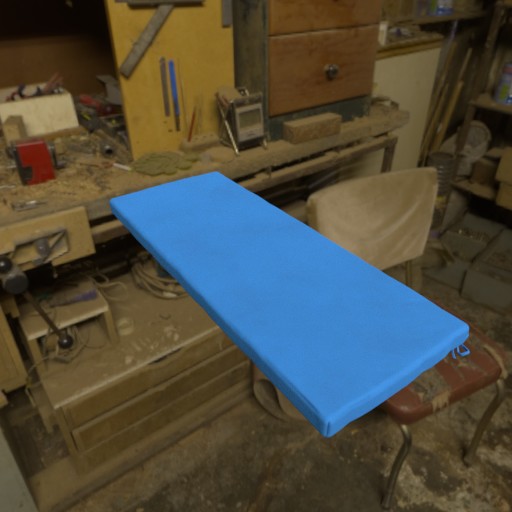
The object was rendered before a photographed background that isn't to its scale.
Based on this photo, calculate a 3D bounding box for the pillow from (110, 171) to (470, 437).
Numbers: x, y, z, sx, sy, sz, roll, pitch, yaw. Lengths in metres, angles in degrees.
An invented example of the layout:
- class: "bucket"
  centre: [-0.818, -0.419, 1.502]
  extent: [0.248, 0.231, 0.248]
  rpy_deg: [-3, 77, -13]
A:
- class: "pillow"
  centre: [0.000, 0.000, 1.328]
  extent: [0.492, 0.081, 1.187]
  rpy_deg: [-21, 39, -29]
